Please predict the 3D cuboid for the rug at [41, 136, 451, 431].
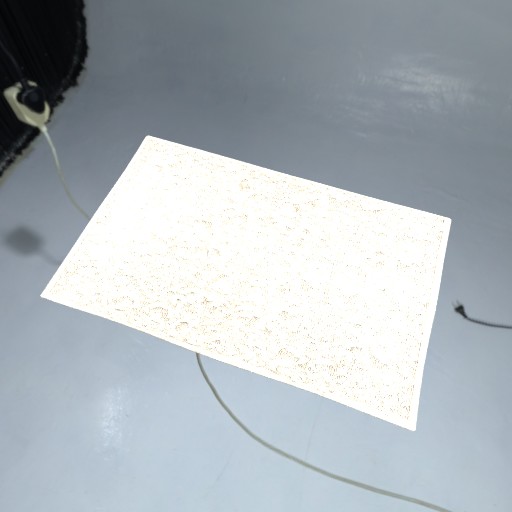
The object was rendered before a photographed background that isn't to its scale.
[{"bbox_3d":[0.000,0.000,3.030,2.435,0.012,1.529,17,61,10],"label":"rug"}]
